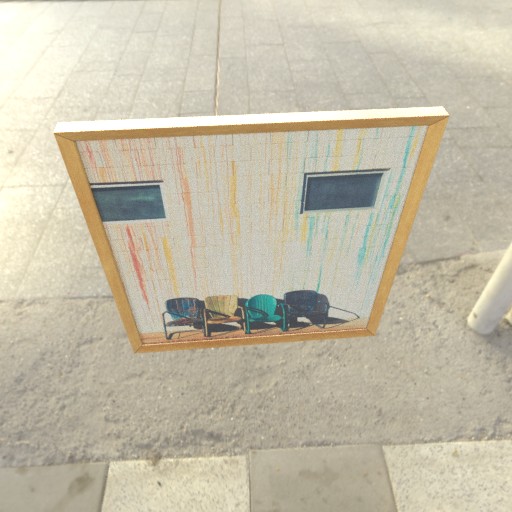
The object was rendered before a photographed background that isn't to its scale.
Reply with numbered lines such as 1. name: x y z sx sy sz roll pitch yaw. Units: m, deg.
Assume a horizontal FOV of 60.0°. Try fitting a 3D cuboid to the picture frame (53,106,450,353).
1. picture frame: 0.000 0.000 1.130 0.758 0.761 0.037 -4 46 -3
